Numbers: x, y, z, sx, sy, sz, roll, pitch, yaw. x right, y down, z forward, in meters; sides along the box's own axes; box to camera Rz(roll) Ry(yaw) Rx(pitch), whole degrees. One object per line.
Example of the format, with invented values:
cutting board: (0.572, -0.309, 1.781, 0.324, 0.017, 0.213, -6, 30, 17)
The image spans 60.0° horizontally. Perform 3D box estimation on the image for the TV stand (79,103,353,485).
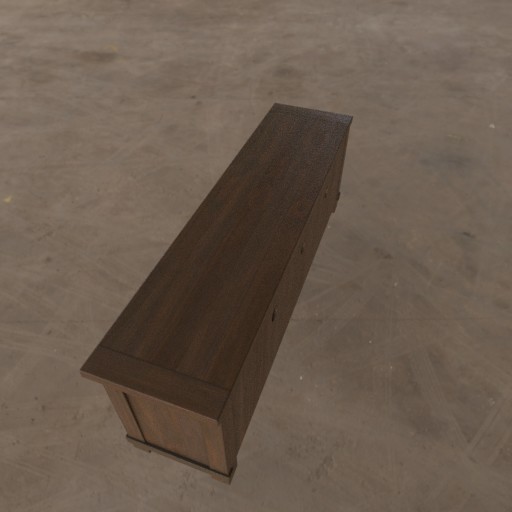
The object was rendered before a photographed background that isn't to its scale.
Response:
TV stand: (0.000, 0.000, 2.120, 0.471, 0.615, 1.866, 15, 47, 14)
